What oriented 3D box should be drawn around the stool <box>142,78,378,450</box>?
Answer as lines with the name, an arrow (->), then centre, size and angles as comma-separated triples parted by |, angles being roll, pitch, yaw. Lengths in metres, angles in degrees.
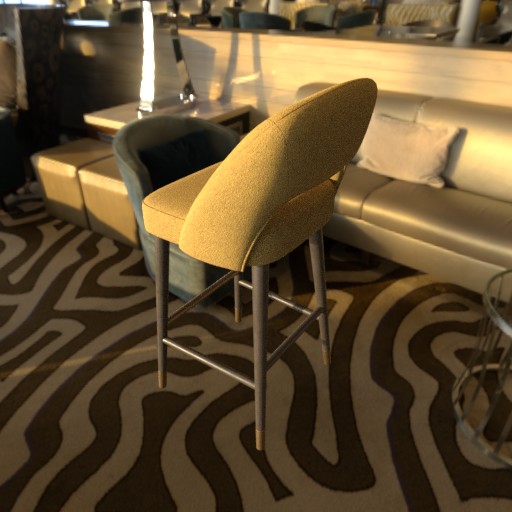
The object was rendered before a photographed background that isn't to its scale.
stool -> 0.000, 0.000, 1.325 | 0.522, 1.032, 0.536 | 20, 37, 30
